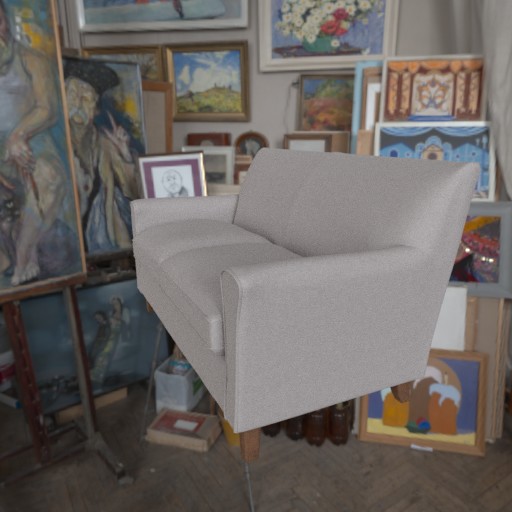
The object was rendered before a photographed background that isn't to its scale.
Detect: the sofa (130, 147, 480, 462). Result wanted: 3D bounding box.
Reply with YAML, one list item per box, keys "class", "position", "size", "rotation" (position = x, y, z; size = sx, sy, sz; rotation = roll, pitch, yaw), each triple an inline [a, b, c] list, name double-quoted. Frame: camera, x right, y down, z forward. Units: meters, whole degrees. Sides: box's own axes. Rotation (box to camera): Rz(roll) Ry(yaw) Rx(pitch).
- class: "sofa"
  position: [0.000, 0.000, 1.982]
  size: [0.888, 0.890, 1.482]
  rotation: [-7, 17, -25]
